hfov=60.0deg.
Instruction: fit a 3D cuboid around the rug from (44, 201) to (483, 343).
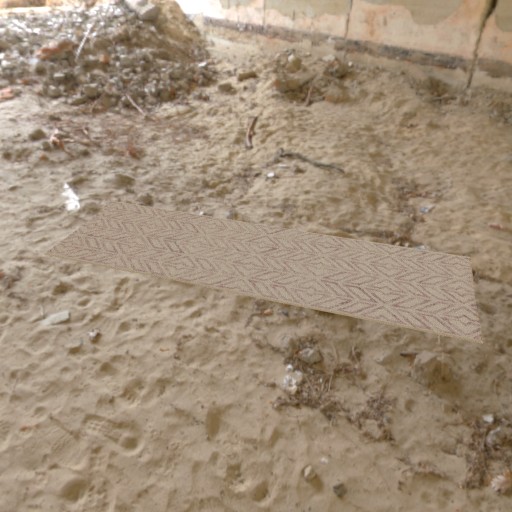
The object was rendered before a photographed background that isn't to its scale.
[{"bbox_3d":[0.000,0.000,2.645,2.435,0.009,0.750,10,35,15],"label":"rug"}]
